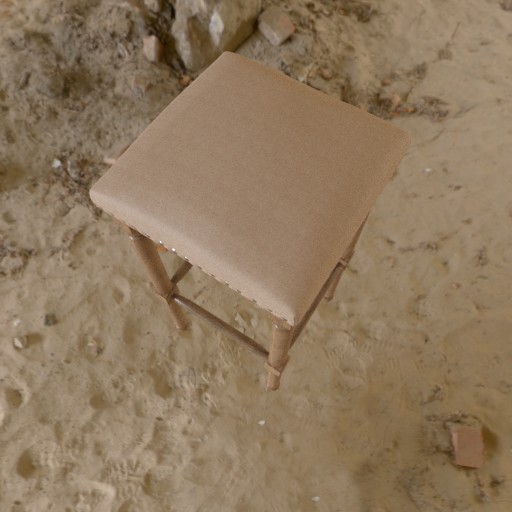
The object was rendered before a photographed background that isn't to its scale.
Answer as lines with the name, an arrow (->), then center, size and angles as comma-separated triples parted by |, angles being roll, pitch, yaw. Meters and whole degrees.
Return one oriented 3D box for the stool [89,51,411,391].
stool -> 0.000, 0.000, 1.007 | 0.382, 0.768, 0.383 | 30, 67, 14
